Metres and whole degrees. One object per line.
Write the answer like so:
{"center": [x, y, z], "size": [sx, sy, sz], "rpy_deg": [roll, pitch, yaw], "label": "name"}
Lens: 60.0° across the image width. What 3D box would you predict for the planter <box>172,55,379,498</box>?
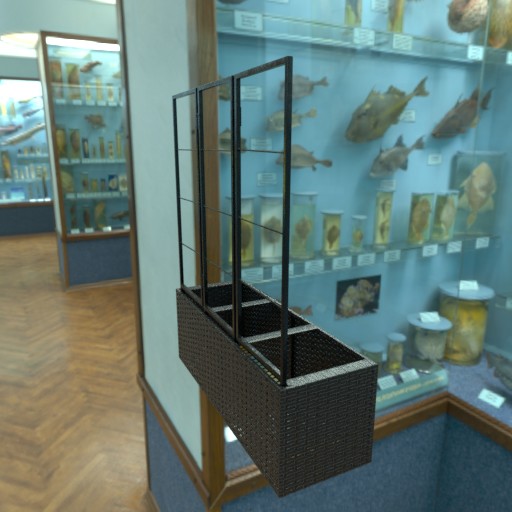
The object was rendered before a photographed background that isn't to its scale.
{"center": [0.000, 0.000, 1.156], "size": [0.244, 0.841, 0.699], "rpy_deg": [-7, 15, -26], "label": "planter"}
